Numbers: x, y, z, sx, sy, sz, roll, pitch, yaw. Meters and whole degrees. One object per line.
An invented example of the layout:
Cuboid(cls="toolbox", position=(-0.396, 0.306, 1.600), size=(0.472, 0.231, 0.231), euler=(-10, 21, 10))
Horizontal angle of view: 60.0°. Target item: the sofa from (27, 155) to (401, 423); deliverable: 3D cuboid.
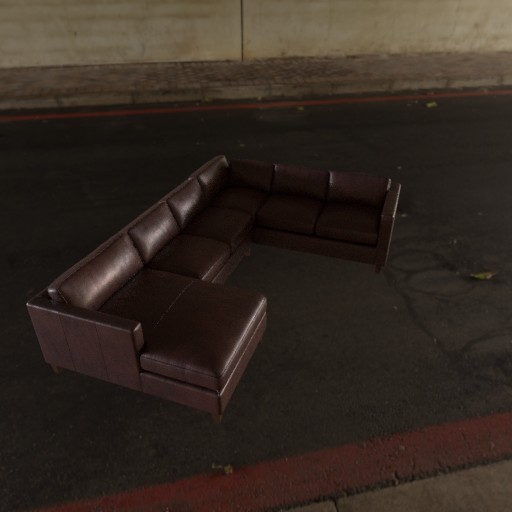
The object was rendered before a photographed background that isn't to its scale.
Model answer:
Cuboid(cls="sofa", position=(0.000, 0.000, 4.411), size=(2.452, 0.891, 3.324), euler=(11, 33, 17))
